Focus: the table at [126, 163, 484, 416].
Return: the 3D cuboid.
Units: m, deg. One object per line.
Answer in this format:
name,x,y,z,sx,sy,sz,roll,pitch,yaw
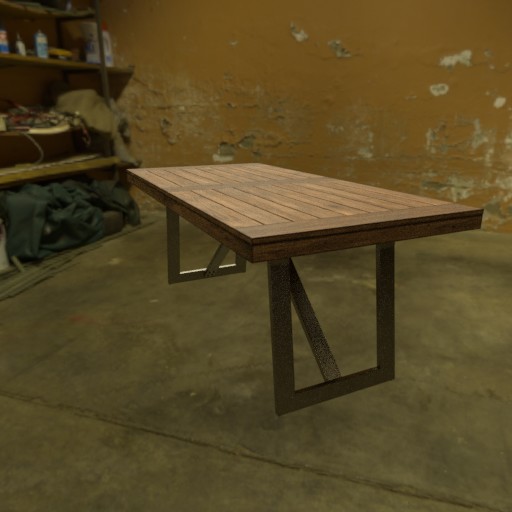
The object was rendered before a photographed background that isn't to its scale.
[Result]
table,0.000,0.000,2.327,0.931,0.757,1.867,-8,19,-25
